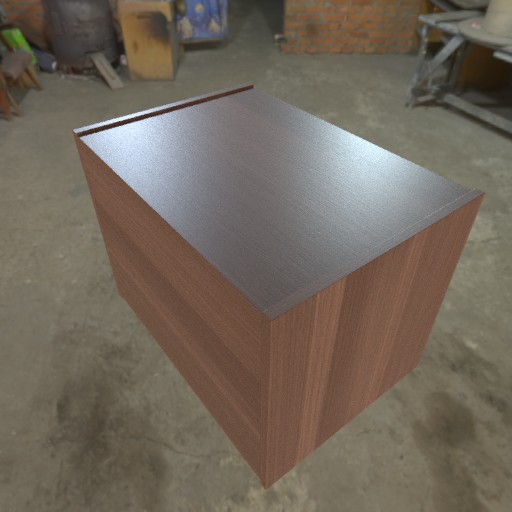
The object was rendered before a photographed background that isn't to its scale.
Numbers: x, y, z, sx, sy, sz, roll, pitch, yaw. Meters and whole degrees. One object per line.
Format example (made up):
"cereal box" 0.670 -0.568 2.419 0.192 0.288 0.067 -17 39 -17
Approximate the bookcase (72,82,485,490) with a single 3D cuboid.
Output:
"bookcase" 0.000 0.000 0.623 0.290 0.305 0.415 -27 47 -28
